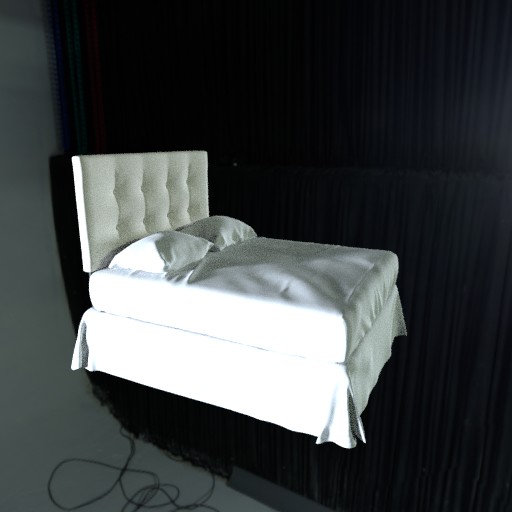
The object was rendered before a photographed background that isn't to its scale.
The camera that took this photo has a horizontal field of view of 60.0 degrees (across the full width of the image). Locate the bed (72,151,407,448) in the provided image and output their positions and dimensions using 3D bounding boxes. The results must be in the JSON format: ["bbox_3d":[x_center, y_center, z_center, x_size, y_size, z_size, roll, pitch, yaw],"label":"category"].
[{"bbox_3d":[0.000,0.000,3.523,2.222,1.577,1.936,7,16,25],"label":"bed"}]
